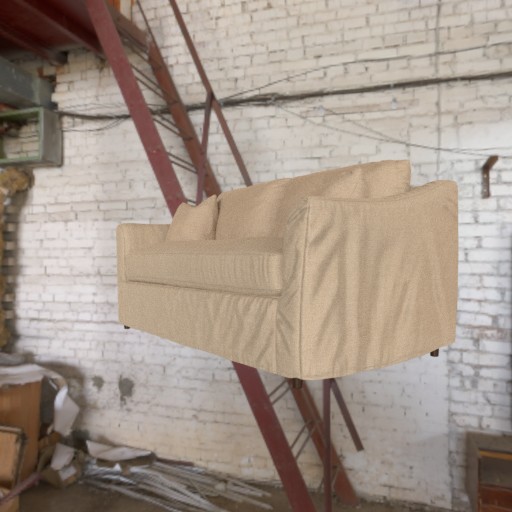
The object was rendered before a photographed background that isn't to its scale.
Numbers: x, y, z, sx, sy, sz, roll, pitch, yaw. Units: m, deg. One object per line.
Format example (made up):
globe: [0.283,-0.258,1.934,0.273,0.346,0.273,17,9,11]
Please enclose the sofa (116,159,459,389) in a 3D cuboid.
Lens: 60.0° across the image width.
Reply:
sofa: [0.000,0.000,2.685,1.072,1.018,2.010,0,0,-37]
